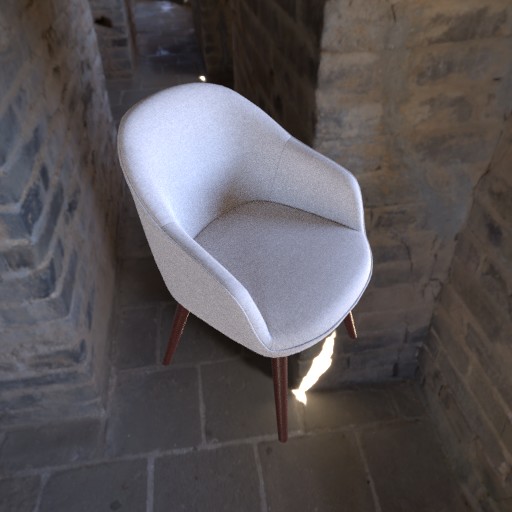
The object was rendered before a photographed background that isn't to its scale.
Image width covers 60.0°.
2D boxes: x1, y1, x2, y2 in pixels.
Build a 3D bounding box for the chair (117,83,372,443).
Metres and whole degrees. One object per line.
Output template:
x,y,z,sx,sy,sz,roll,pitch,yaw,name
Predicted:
0.000,0.000,1.282,0.635,0.823,0.596,24,46,26,chair
